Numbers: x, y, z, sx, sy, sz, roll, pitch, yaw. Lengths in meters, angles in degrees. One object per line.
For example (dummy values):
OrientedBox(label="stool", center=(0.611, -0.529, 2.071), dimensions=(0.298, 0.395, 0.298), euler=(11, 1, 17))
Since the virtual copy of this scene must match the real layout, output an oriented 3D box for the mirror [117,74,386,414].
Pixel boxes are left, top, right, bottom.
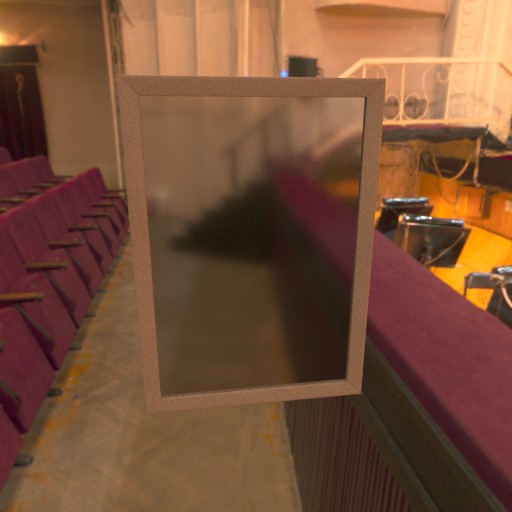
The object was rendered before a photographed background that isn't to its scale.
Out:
OrientedBox(label="mirror", center=(0.000, 0.000, 0.948), dimensions=(0.507, 0.710, 0.040), euler=(-3, 17, -8))
